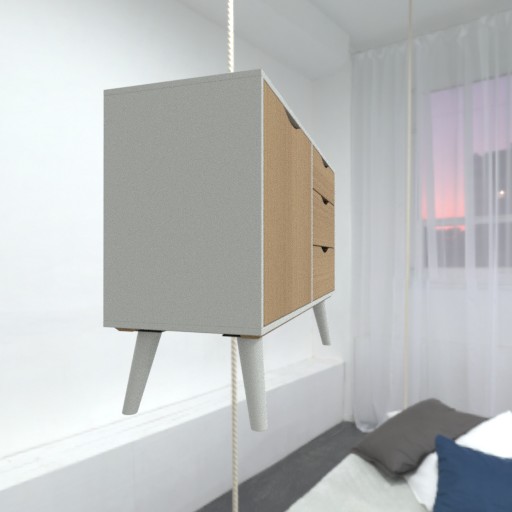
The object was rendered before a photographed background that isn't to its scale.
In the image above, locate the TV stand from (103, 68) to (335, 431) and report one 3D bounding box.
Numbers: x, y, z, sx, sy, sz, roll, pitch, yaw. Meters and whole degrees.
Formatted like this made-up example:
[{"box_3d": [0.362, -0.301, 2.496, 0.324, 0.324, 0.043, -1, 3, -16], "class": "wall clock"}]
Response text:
[{"box_3d": [0.000, 0.000, 1.593, 0.406, 0.812, 1.193, 0, 0, 18], "class": "TV stand"}]
